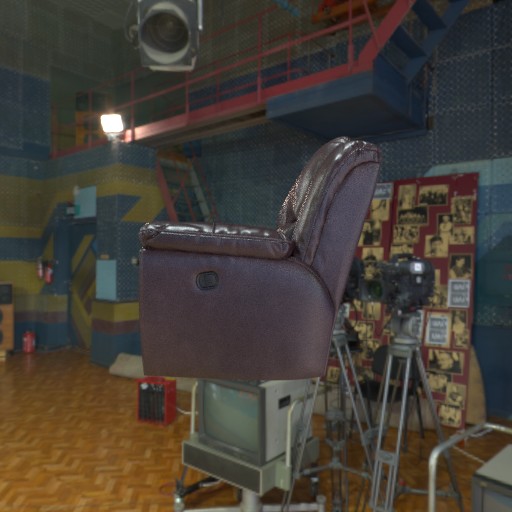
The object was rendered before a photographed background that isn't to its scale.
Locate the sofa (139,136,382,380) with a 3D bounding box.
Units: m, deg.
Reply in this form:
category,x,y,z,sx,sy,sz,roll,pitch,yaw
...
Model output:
category,x,y,z,sx,sy,sz,roll,pitch,yaw
sofa,0.000,0.000,2.674,0.991,1.043,2.058,0,0,0
